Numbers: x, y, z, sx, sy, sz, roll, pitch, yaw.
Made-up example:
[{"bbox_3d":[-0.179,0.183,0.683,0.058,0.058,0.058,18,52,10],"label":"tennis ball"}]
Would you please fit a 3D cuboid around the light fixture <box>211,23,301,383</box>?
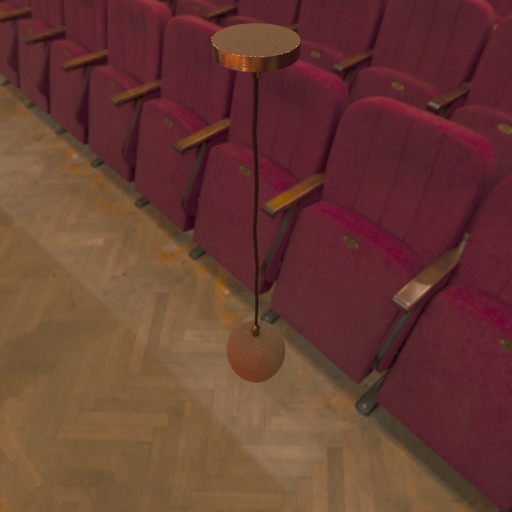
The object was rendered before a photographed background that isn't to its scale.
[{"bbox_3d":[0.000,0.000,0.818,0.139,0.764,0.139,-32,54,-28],"label":"light fixture"}]
